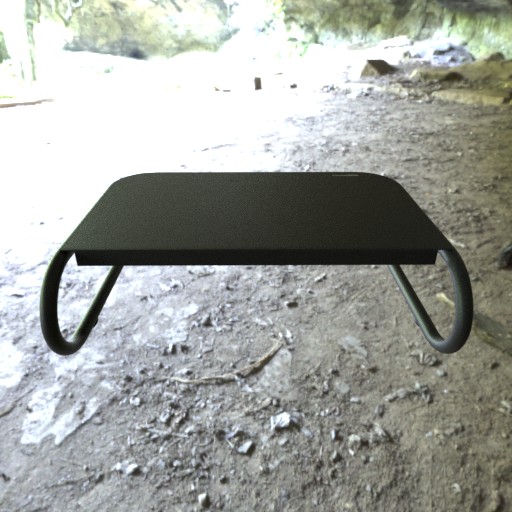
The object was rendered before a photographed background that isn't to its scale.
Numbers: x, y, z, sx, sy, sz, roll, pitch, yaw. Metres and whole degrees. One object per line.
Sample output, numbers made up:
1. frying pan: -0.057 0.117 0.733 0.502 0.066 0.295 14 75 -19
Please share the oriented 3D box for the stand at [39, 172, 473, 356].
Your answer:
1. stand: 0.000 0.000 0.500 0.370 0.108 0.280 0 29 0
